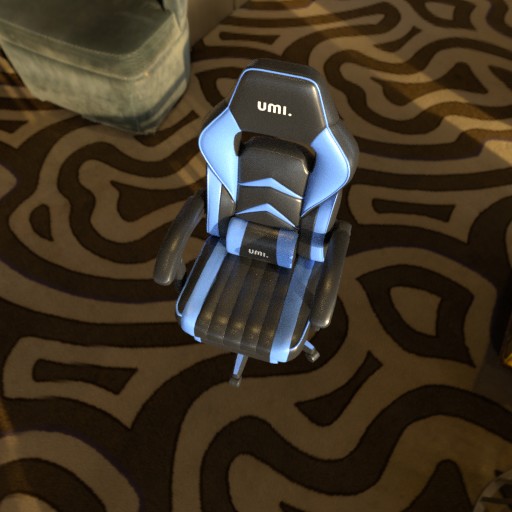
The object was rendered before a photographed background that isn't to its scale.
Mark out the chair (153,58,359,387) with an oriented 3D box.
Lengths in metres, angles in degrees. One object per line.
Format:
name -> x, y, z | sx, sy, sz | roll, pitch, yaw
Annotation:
chair -> 0.000, 0.000, 1.740 | 0.700, 1.280, 0.700 | 14, 59, 9
